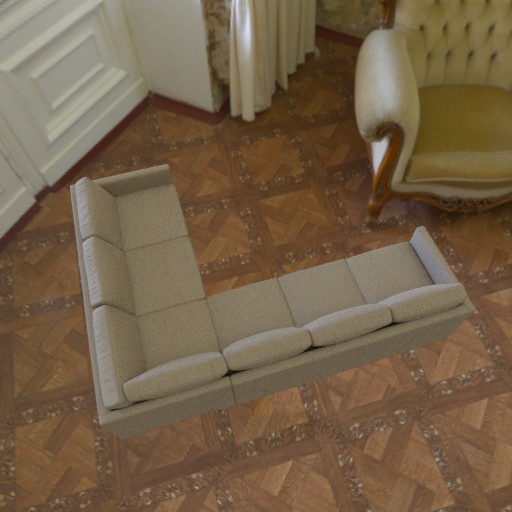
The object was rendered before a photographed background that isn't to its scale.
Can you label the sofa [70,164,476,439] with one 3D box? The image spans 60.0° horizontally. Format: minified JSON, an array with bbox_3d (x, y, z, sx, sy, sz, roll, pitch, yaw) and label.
[{"bbox_3d":[0.000,0.000,4.316,3.182,0.871,2.432,-15,60,-9],"label":"sofa"}]
